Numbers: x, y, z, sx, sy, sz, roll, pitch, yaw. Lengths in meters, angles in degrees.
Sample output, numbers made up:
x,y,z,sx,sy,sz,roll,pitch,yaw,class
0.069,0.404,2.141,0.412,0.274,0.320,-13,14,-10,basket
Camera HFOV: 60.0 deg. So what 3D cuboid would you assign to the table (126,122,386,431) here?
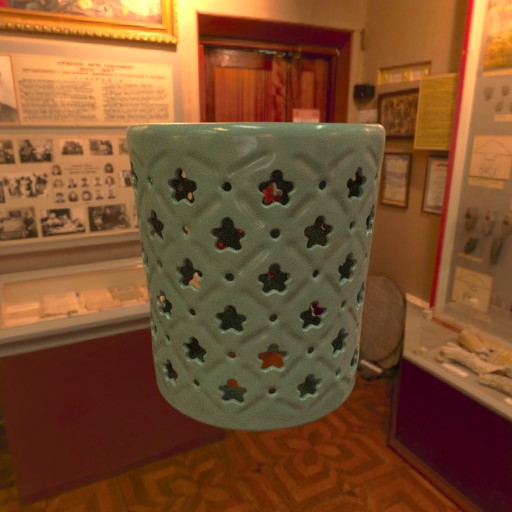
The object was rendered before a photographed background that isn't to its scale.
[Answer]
x,y,z,sx,sy,sz,roll,pitch,yaw,class
0.000,0.000,0.669,0.352,0.387,0.352,0,16,0,table
